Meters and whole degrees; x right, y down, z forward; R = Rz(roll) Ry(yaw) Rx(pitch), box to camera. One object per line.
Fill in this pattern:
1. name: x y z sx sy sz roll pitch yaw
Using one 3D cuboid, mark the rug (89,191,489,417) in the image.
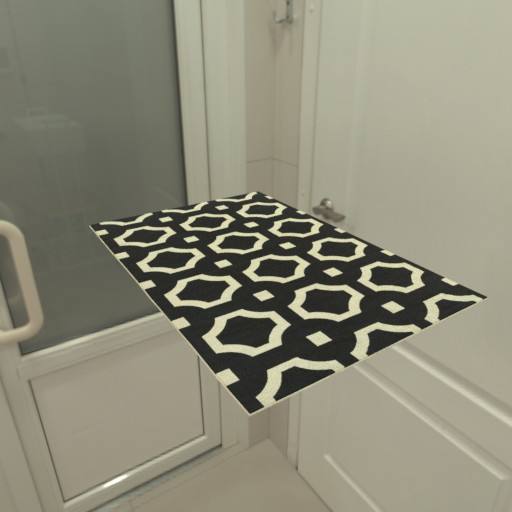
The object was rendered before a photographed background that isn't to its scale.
1. rug: 0.000 0.000 2.904 1.555 0.016 2.286 -16 30 -30
